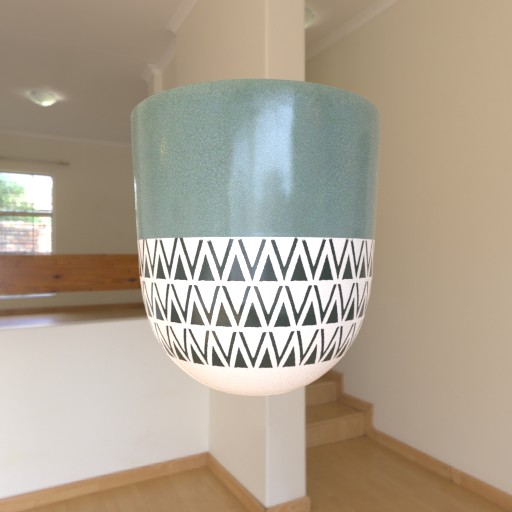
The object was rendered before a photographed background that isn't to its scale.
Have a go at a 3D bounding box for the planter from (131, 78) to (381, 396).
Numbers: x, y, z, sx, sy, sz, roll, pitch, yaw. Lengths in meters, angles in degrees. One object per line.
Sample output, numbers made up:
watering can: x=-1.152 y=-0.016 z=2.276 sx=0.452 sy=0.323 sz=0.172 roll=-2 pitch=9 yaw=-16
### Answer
planter: x=0.000 y=0.000 z=0.365 sx=0.198 sy=0.214 sz=0.198 roll=0 pitch=0 yaw=0
